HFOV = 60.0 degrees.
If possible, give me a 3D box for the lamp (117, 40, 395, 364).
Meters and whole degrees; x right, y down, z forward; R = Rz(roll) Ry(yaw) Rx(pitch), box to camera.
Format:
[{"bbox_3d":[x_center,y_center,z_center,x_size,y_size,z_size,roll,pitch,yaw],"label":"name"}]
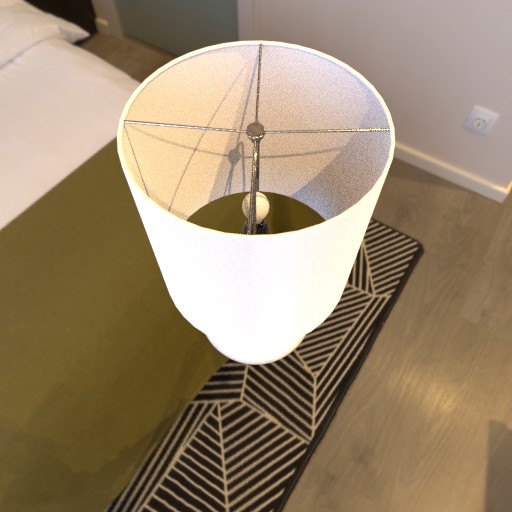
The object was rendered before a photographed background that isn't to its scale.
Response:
[{"bbox_3d":[0.000,0.000,0.522,0.217,0.404,0.217,2,59,1],"label":"lamp"}]
